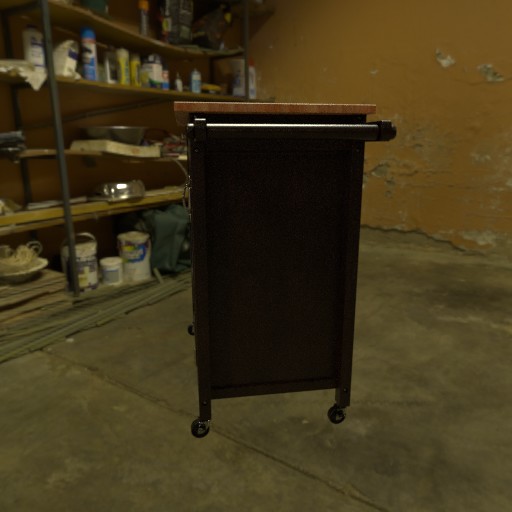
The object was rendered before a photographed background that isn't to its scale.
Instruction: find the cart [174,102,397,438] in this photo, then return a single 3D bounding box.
[{"bbox_3d":[0.000,0.000,1.432,0.472,0.878,0.914,-2,14,-9],"label":"cart"}]
